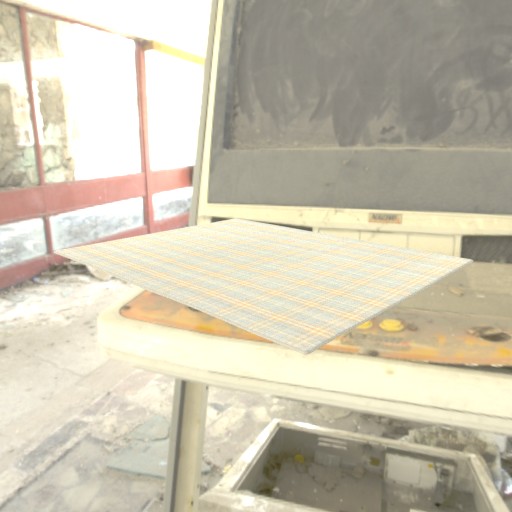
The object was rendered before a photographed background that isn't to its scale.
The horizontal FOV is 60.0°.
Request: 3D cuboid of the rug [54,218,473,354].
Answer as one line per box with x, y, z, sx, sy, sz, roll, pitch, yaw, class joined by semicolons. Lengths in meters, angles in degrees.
0.000;0.000;4.129;3.066;0.030;2.462;14;20;41;rug
